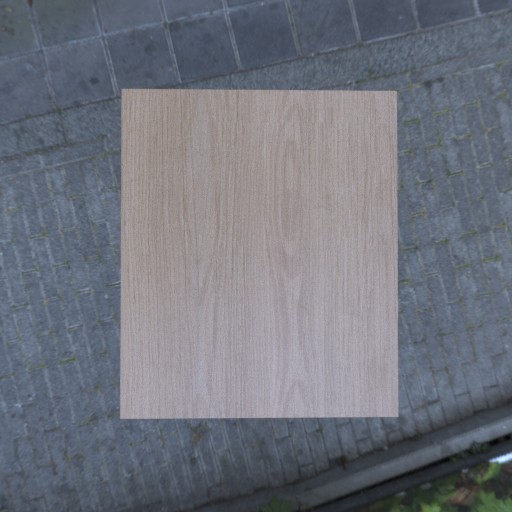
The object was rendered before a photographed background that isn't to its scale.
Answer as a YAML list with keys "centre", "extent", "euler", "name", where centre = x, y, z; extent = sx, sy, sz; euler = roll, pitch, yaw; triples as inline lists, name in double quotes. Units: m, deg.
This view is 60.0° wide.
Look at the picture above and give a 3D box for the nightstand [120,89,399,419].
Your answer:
- centre: [0.000, 0.000, 0.893]
  extent: [0.380, 0.571, 0.450]
  euler: [0, 89, -1]
  name: "nightstand"
